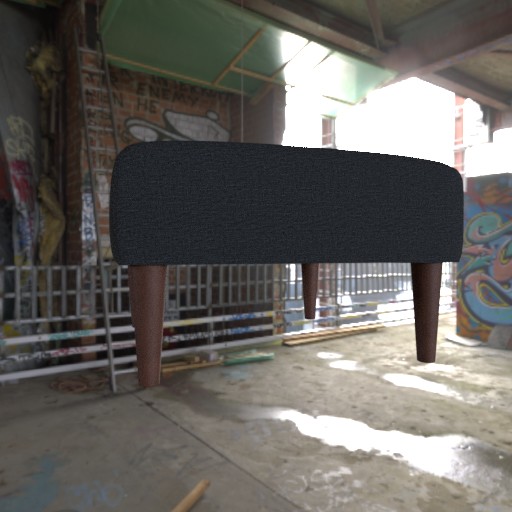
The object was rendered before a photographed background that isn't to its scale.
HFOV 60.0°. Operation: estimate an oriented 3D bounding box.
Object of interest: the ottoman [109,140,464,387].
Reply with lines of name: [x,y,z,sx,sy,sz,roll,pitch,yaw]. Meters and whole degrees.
ottoman: [0.000,0.000,1.037,0.649,0.398,0.650,0,1,-17]
